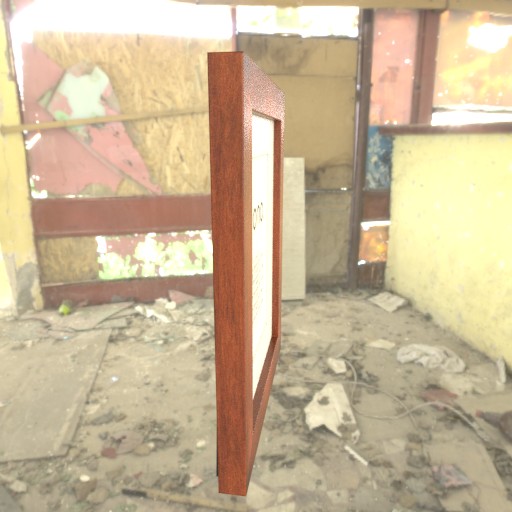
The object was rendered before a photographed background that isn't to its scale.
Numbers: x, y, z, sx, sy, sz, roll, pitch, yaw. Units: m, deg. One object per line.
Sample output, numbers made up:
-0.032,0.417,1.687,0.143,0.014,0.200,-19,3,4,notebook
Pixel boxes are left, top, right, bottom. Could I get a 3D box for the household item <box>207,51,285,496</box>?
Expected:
0.000,0.000,0.335,0.020,0.250,0.200,2,15,9,household item
